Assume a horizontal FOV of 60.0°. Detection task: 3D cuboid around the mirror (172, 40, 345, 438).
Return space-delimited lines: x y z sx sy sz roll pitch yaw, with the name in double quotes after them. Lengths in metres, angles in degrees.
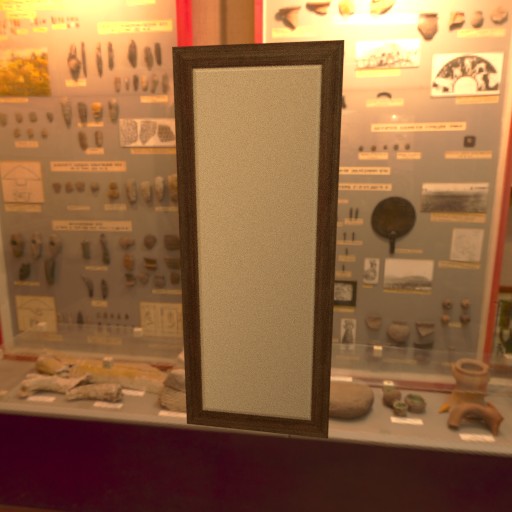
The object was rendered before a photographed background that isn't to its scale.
0.000 0.000 2.299 0.812 2.032 0.025 2 13 9 "mirror"
